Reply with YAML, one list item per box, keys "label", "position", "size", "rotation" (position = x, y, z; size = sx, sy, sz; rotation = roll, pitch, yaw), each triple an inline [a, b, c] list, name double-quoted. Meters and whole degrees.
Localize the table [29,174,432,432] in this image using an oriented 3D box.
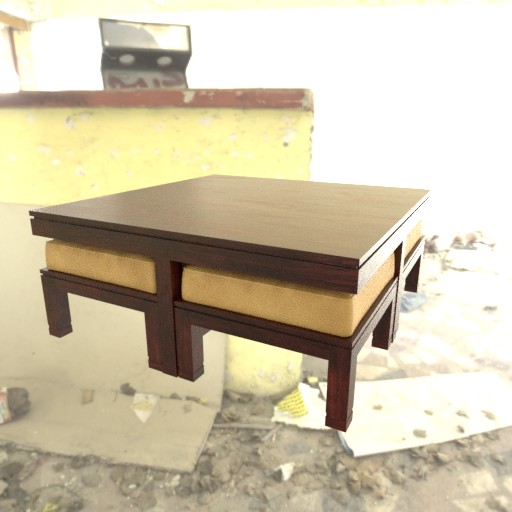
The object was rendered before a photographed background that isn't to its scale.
- label: "table"
  position: [0.000, 0.000, 1.363]
  size: [0.865, 0.356, 0.865]
  rotation: [9, 20, 27]
